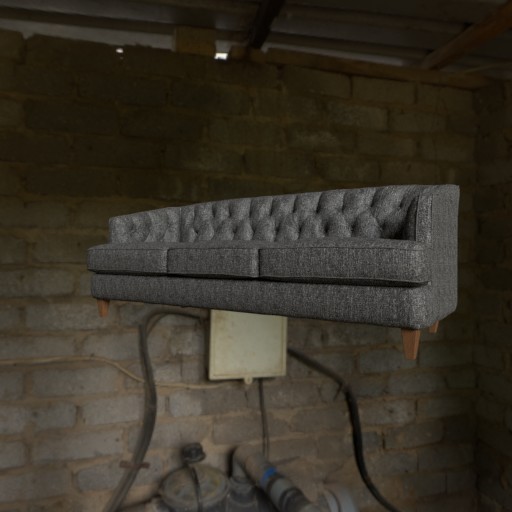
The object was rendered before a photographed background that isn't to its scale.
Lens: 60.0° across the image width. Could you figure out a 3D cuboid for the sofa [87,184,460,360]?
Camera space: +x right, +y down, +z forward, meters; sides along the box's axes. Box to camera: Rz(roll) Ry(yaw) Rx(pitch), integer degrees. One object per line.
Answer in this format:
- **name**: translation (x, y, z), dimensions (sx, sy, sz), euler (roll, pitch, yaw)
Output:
- **sofa**: translation (0.000, 0.000, 2.768), dimensions (2.278, 0.855, 0.941), euler (0, 0, 35)
